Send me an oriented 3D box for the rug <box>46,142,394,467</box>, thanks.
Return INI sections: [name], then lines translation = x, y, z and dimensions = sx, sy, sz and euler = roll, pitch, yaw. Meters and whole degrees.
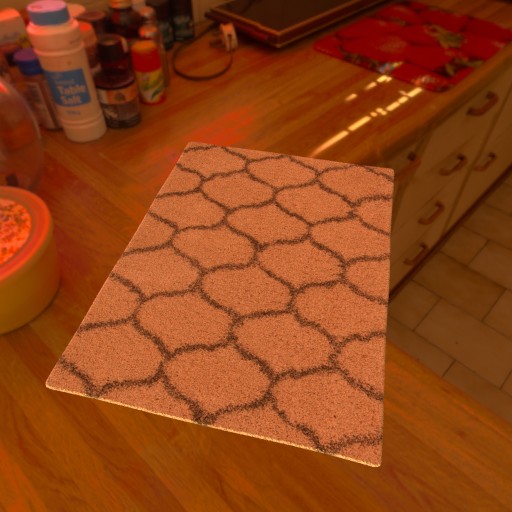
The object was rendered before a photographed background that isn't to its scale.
[rug]
translation = 0.000, 0.000, 2.033
dimensions = 1.200, 0.025, 1.600
euler = 10, 48, 9
